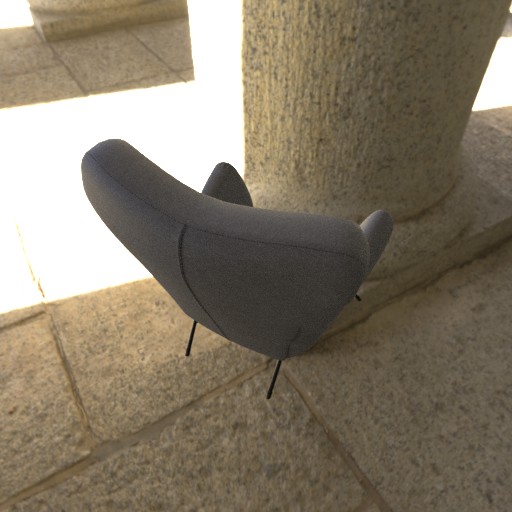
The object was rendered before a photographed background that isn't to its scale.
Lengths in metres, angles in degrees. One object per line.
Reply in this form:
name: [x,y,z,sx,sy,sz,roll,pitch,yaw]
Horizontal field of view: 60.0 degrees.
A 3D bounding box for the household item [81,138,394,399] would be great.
household item: [0.000,0.000,1.793,0.980,1.050,0.900,22,49,20]
